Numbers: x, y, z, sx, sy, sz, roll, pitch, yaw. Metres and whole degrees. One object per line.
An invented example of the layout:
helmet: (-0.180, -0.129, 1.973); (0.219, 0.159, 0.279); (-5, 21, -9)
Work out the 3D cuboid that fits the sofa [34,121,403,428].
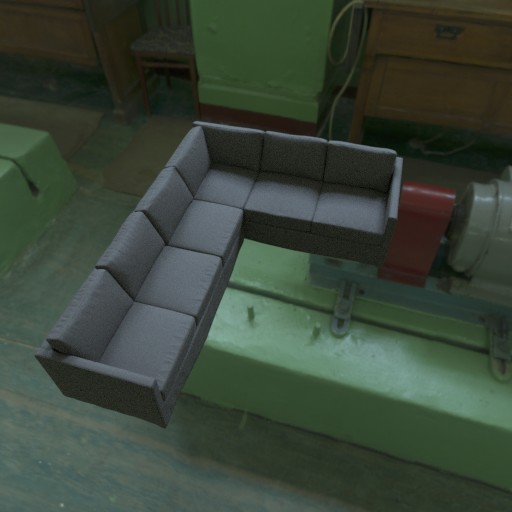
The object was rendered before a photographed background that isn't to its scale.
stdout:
sofa: (0.000, 0.000, 4.158); (2.432, 0.871, 3.182); (12, 49, 10)
